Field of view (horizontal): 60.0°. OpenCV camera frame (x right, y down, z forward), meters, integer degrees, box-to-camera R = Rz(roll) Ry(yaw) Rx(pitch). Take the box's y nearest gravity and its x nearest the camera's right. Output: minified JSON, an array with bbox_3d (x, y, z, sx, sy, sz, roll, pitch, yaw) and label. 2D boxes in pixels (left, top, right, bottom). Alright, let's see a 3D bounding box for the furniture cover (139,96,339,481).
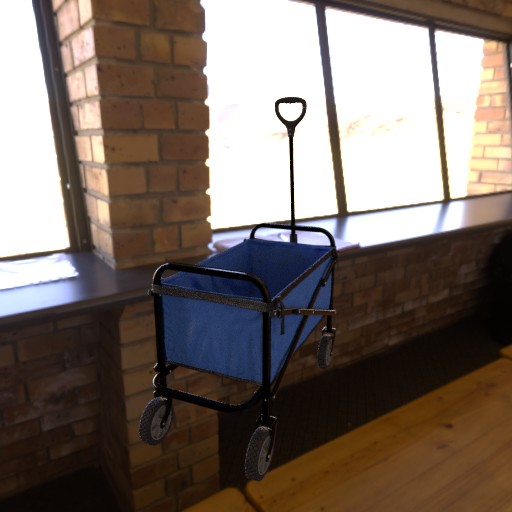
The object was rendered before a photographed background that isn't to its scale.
[{"bbox_3d":[0.000,0.000,1.826,0.532,1.295,1.038,7,17,23],"label":"furniture cover"}]
